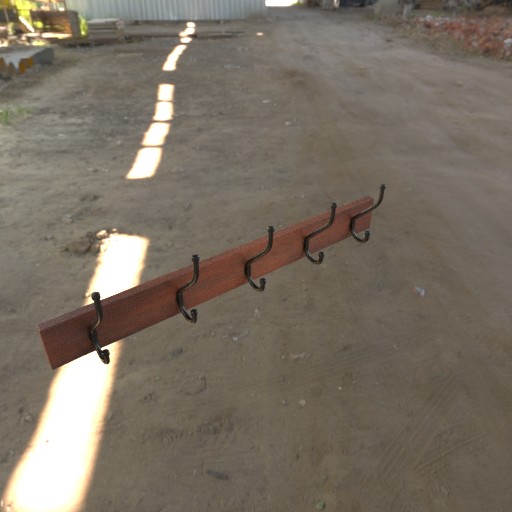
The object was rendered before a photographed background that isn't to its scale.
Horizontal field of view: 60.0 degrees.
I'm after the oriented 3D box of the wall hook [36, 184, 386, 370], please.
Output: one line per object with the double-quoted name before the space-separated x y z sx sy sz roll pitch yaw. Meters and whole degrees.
"wall hook" 0.000 0.000 0.624 0.571 0.117 0.071 -22 38 -32
